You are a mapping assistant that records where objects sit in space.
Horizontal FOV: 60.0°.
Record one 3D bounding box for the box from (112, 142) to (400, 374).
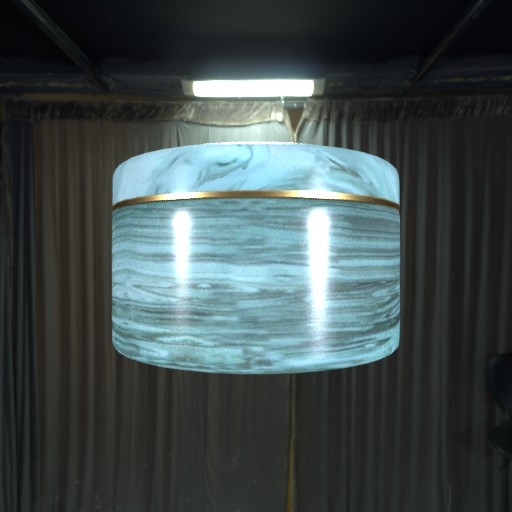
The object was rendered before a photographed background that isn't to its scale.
[{"bbox_3d":[0.000,0.000,0.164,0.101,0.063,0.101,0,0,0],"label":"box"}]
